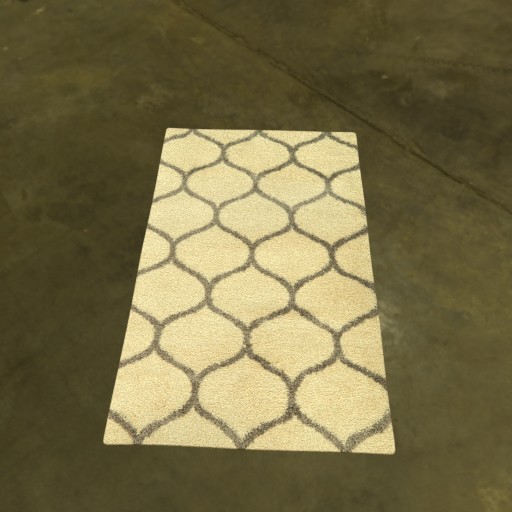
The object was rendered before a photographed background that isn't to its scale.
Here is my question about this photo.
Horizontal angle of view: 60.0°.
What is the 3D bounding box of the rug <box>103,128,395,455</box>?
[{"bbox_3d":[0.000,0.000,2.892,1.501,0.024,2.348,2,58,1],"label":"rug"}]
